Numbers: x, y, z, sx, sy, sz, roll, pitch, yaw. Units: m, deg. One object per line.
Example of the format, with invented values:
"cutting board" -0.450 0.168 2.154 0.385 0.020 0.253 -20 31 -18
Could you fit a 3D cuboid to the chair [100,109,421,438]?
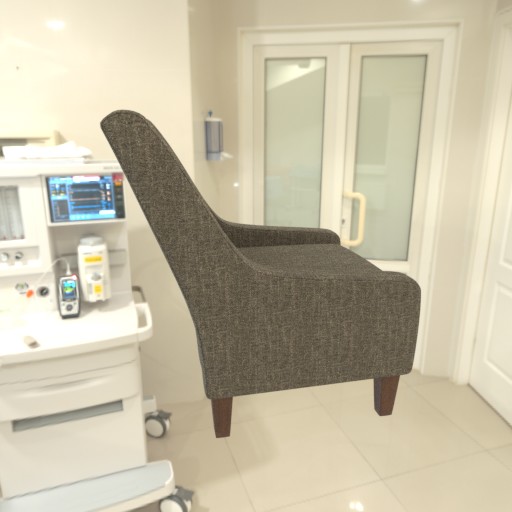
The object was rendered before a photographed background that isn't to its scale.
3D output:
"chair" 0.000 0.000 1.669 0.944 1.012 0.793 -3 16 -11
